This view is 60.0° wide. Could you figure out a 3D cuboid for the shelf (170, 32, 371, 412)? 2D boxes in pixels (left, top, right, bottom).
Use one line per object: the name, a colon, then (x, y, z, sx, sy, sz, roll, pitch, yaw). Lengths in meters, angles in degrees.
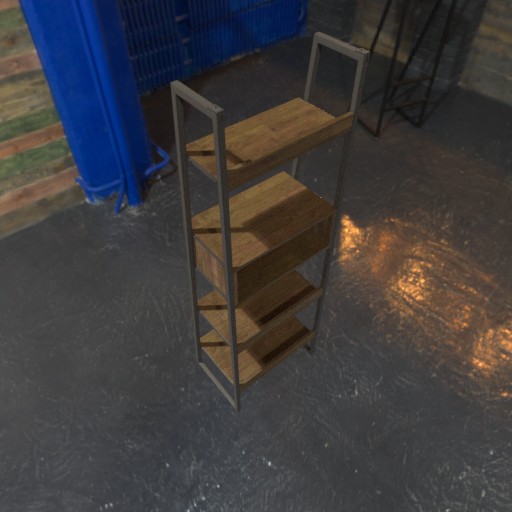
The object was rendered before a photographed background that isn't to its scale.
shelf: (0.000, 0.000, 2.239, 0.652, 2.005, 0.454, -31, 54, -25)
